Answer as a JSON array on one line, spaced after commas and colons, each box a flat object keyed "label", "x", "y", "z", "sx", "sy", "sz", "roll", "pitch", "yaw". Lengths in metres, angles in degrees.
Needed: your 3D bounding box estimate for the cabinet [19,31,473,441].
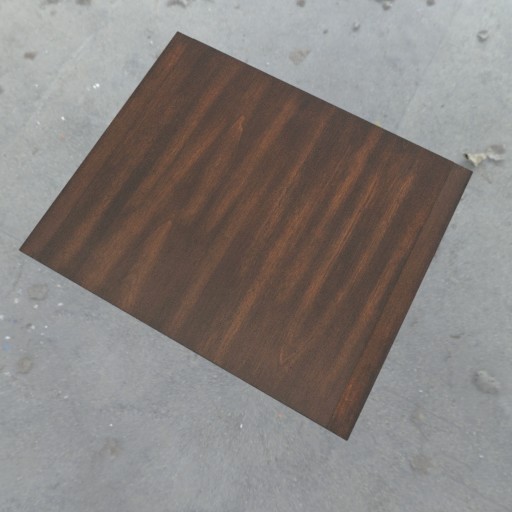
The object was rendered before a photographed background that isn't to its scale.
[{"label": "cabinet", "x": 0.000, "y": 0.000, "z": 0.823, "sx": 0.500, "sy": 0.455, "sz": 0.402, "roll": 28, "pitch": 77, "yaw": 7}]
